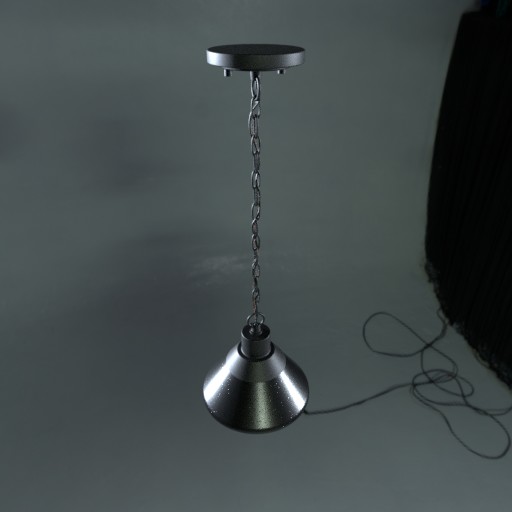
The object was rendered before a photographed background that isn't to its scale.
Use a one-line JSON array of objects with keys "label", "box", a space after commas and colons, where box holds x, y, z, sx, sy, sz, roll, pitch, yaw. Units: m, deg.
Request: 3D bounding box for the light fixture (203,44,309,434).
[{"label": "light fixture", "box": [0.000, 0.000, 0.691, 0.201, 0.588, 0.201, -9, 32, -15]}]
